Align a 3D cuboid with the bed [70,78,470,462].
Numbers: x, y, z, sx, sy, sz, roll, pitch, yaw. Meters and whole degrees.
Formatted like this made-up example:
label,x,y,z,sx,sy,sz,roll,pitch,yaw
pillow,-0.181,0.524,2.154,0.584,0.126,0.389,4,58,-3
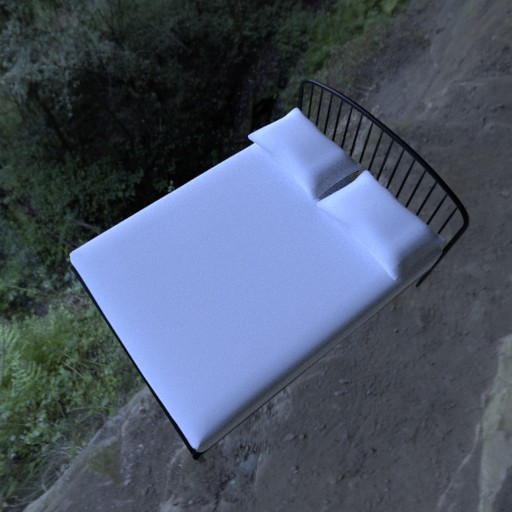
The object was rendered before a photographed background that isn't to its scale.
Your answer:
label,x,y,z,sx,sy,sz,roll,pitch,yaw
bed,0.000,0.000,3.096,2.159,1.166,1.618,-35,68,-16
